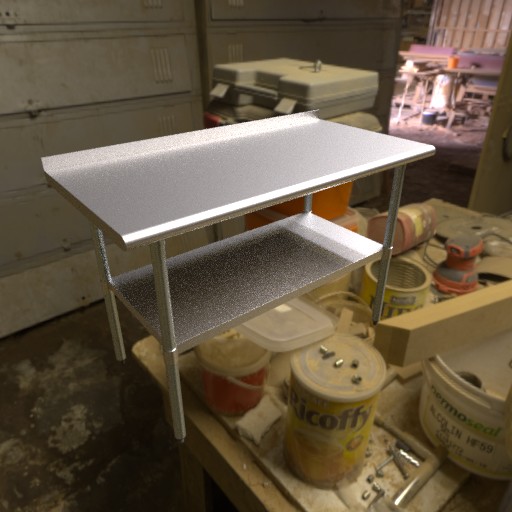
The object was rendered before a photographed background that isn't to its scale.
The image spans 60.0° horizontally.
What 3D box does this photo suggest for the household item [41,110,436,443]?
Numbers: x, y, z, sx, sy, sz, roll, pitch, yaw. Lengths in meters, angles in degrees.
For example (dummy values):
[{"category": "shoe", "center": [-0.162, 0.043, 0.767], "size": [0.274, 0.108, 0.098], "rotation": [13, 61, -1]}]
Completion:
[{"category": "household item", "center": [0.000, 0.000, 1.701], "size": [1.219, 0.851, 0.610], "rotation": [-21, 35, -33]}]
